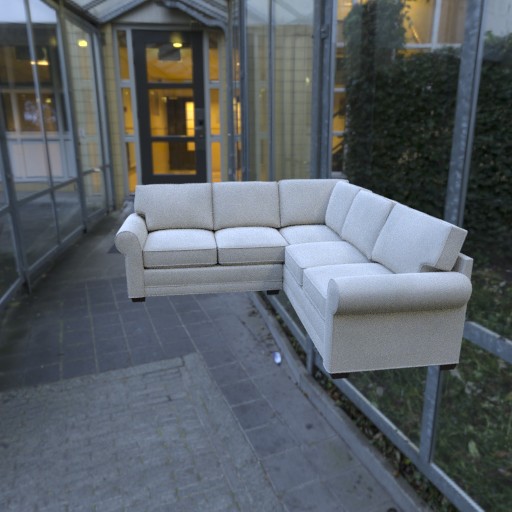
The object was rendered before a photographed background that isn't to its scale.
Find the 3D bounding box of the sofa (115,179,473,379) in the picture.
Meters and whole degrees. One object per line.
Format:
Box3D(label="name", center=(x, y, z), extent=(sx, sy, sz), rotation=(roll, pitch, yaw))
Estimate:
Box3D(label="sofa", center=(0.000, 0.000, 3.862), extent=(2.487, 1.054, 2.569), rotation=(-2, 17, -8))
